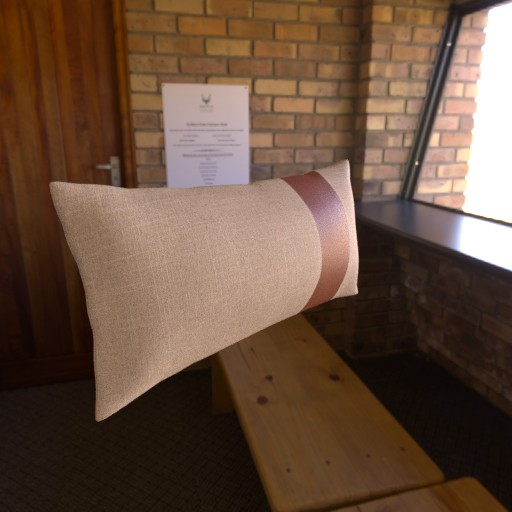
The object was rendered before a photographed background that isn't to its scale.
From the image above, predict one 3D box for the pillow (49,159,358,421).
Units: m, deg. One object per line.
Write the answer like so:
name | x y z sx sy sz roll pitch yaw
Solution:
pillow | 0.000 0.000 0.723 0.155 0.282 0.612 14 21 41
